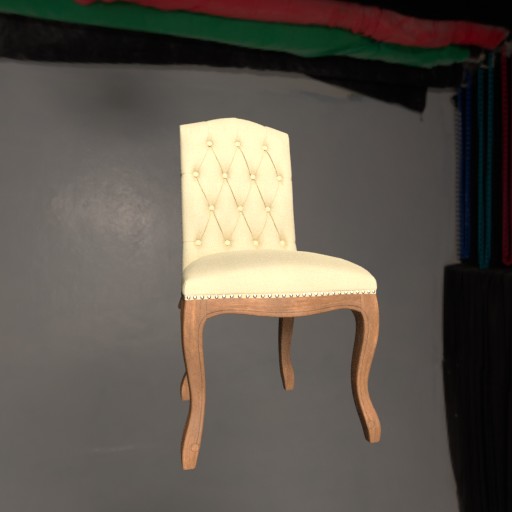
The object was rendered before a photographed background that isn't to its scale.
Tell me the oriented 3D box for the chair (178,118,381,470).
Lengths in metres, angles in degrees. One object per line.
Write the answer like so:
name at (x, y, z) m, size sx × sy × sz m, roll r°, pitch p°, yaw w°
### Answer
chair at (0.000, 0.000, 1.609) m, size 0.623 × 1.165 × 0.715 m, roll 0°, pitch 1°, yaw -17°
